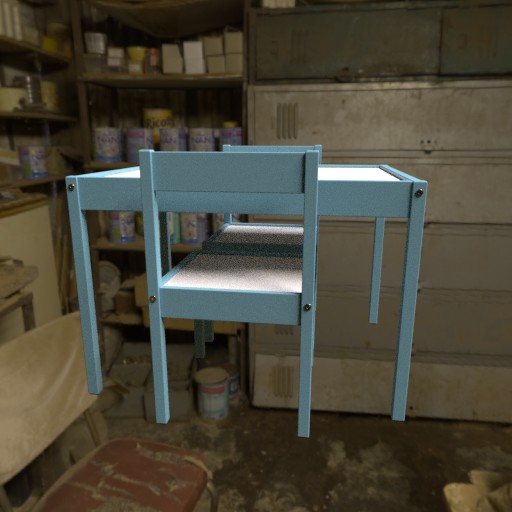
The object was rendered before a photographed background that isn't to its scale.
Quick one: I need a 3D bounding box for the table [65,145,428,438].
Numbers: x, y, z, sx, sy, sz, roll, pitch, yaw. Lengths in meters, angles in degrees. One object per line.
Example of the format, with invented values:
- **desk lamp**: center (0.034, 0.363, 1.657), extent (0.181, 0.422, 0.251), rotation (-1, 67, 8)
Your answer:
- **table**: center (0.000, 0.000, 1.051), extent (0.639, 0.503, 0.633), rotation (2, 15, 8)
